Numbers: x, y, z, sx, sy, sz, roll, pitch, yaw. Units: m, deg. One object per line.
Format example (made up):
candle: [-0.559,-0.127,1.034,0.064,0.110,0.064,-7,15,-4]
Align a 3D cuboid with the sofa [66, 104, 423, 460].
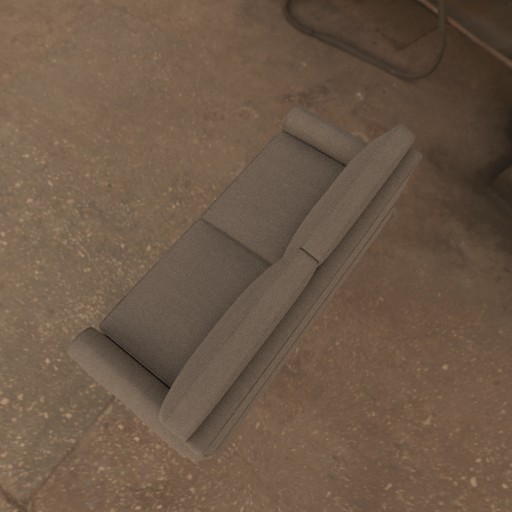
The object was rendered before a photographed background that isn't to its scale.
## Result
sofa: [0.000,0.000,2.735,0.991,0.943,2.248,34,69,15]
